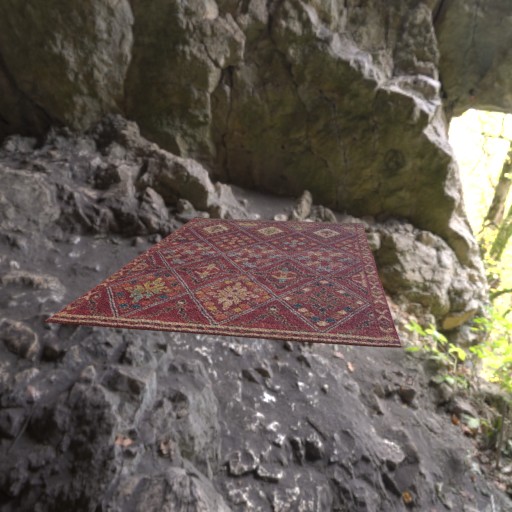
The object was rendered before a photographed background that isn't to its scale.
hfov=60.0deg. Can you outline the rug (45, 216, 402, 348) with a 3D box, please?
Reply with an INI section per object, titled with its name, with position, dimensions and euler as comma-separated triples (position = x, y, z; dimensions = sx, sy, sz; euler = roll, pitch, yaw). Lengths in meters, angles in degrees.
[rug]
position = 0.000, 0.000, 2.910
dimensions = 1.521, 0.026, 2.286
euler = 3, 17, 9
